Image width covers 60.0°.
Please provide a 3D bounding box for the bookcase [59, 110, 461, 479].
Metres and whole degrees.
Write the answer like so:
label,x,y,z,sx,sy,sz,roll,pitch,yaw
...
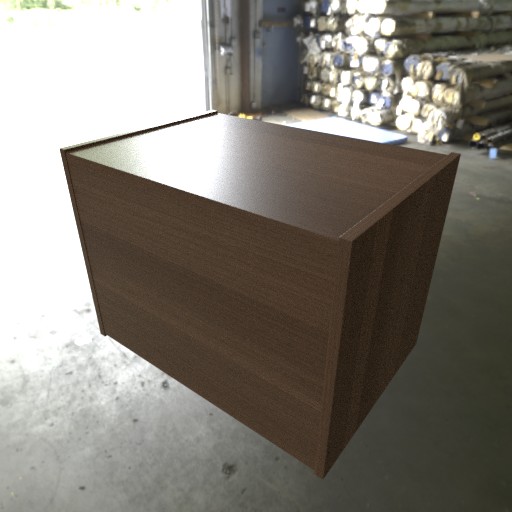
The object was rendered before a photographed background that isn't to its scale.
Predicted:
label,x,y,z,sx,sy,sz,roll,pitch,yaw
bookcase,0.000,0.000,0.633,0.415,0.305,0.290,21,36,32
